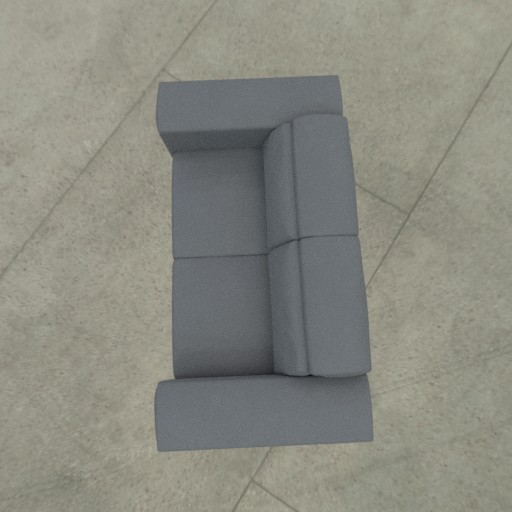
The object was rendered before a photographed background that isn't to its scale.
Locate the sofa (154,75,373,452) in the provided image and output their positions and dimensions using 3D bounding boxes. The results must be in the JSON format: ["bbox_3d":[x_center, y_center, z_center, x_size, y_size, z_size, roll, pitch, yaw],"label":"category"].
[{"bbox_3d":[0.000,0.000,2.419,1.003,0.779,1.895,-2,77,-1],"label":"sofa"}]
